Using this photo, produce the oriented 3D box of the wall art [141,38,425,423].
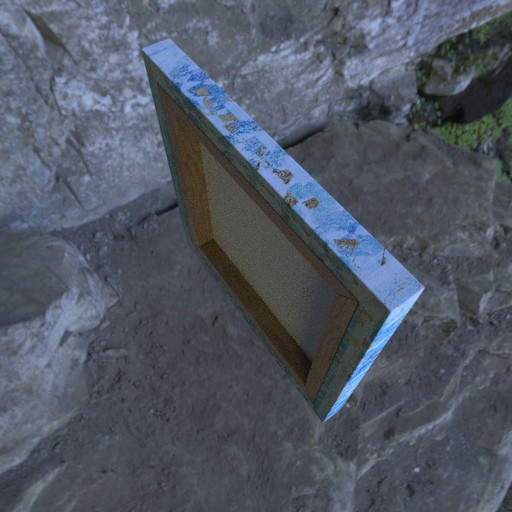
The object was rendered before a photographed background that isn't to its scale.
[{"bbox_3d":[0.000,0.000,0.600,0.037,0.405,0.405,-31,63,-18],"label":"wall art"}]
